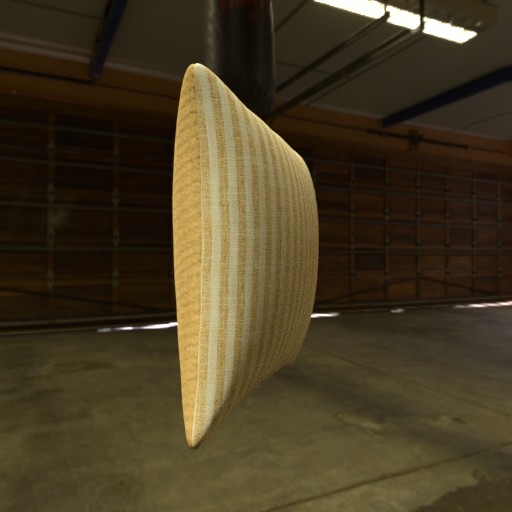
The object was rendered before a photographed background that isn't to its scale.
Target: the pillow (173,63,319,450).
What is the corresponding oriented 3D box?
[{"bbox_3d":[0.000,0.000,0.654,0.173,0.407,0.419,0,0,19],"label":"pillow"}]
